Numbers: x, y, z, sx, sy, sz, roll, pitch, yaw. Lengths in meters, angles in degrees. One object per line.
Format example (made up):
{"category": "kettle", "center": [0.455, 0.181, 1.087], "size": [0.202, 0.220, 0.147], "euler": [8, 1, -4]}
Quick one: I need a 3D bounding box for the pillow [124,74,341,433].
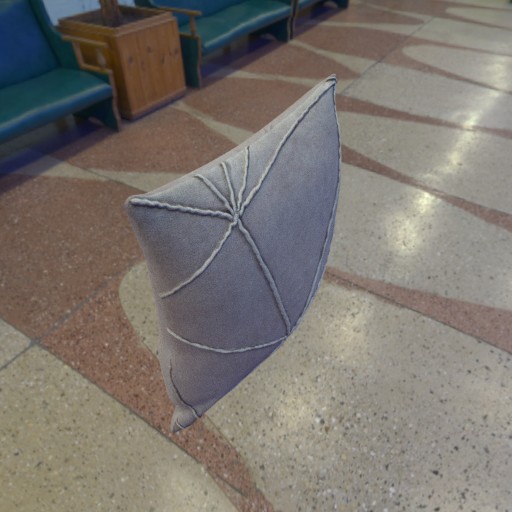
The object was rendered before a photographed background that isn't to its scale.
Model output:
{"category": "pillow", "center": [0.000, 0.000, 0.684], "size": [0.185, 0.440, 0.439], "euler": [25, 47, 25]}
